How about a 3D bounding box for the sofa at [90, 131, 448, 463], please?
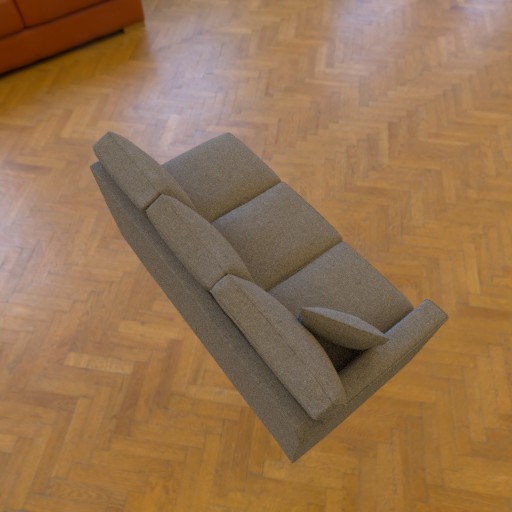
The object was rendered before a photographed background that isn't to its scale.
[{"bbox_3d":[0.000,0.000,2.638,1.034,0.946,1.963,-33,63,-19],"label":"sofa"}]
